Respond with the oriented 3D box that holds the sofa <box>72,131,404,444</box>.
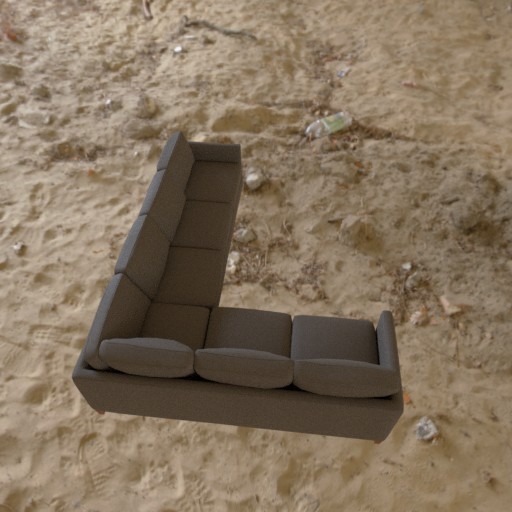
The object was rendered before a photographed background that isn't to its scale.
[{"bbox_3d":[0.000,0.000,4.598,2.593,0.947,3.302,5,48,4],"label":"sofa"}]
